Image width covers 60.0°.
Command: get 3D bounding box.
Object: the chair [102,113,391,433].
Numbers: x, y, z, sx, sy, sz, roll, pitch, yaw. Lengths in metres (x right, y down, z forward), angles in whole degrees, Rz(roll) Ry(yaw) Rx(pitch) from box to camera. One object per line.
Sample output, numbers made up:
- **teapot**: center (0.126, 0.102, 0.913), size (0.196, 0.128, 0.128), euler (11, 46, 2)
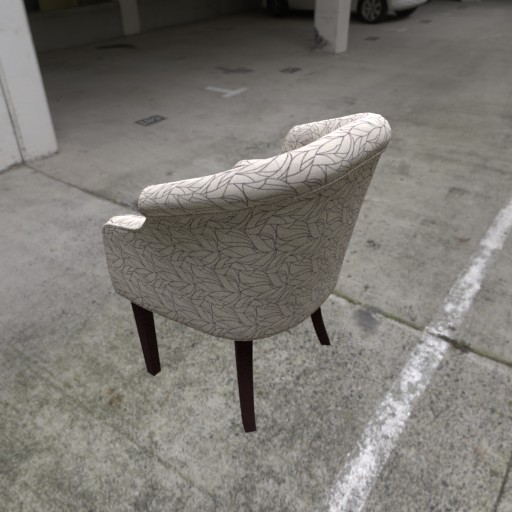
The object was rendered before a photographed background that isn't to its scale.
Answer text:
- **chair**: center (0.000, 0.000, 1.314), size (0.613, 0.858, 0.686), euler (22, 38, 31)
